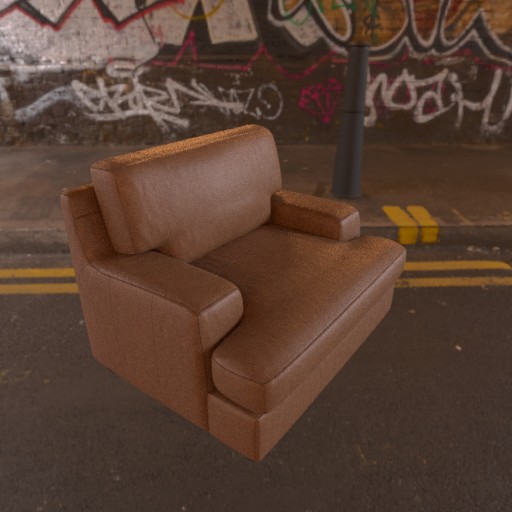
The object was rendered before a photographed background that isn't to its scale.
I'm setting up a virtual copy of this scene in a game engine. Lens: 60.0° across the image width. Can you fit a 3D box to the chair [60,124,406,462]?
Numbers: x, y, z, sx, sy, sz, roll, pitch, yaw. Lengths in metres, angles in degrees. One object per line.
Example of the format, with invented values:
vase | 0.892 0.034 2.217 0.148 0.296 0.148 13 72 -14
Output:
chair | 0.000 0.000 2.016 1.050 0.978 1.276 18 32 32
